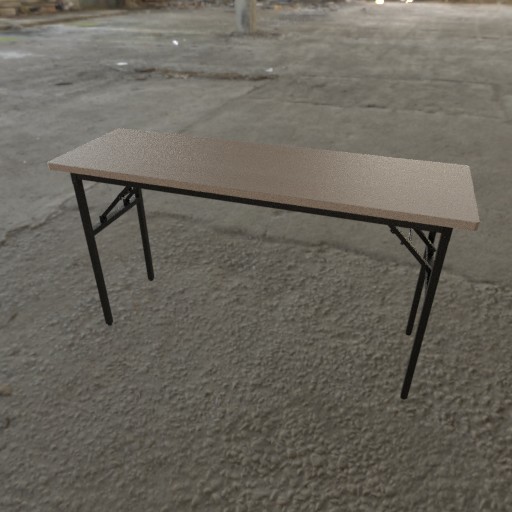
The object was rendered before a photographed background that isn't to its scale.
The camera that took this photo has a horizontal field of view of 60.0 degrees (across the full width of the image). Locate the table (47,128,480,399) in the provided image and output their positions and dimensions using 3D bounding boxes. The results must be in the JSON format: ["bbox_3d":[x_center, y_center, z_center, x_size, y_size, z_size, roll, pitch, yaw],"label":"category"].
[{"bbox_3d":[0.000,0.000,1.734,1.397,0.750,0.447,10,34,16],"label":"table"}]
